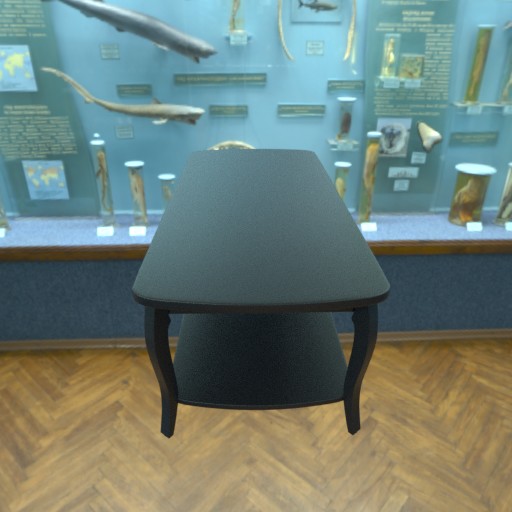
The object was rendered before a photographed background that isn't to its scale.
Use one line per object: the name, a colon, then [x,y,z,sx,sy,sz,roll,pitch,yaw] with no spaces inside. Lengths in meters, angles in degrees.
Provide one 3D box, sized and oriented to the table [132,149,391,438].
table: [0.000,0.000,1.599,0.571,0.457,1.333,-1,27,-1]
